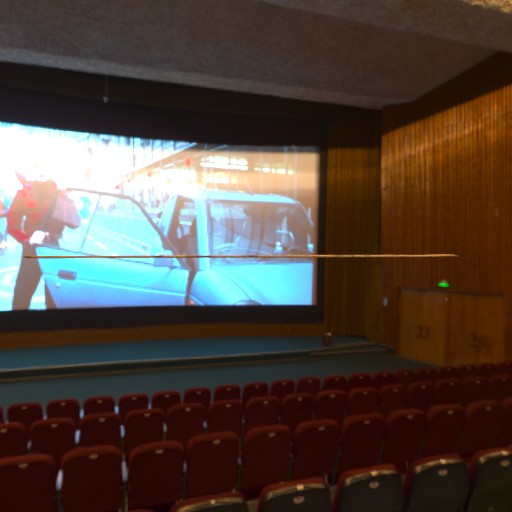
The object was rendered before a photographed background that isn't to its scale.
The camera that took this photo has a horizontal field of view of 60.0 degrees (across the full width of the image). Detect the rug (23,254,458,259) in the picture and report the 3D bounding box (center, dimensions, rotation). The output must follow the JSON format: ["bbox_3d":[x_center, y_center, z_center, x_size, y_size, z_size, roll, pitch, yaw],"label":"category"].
[{"bbox_3d":[0.000,0.000,2.554,2.301,0.017,0.692,0,0,-19],"label":"rug"}]
